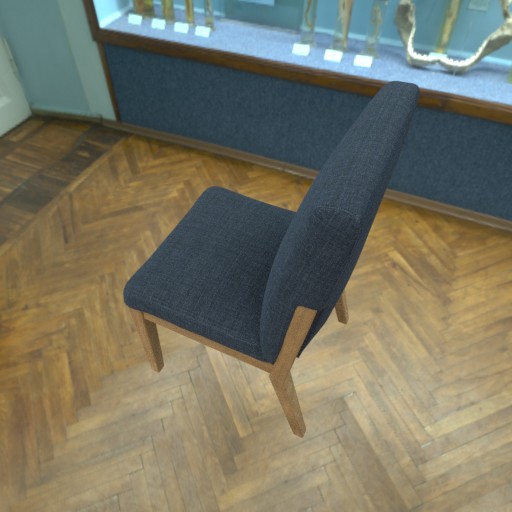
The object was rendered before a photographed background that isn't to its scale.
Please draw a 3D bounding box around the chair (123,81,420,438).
[{"bbox_3d":[0.000,0.000,1.221,0.586,0.911,0.507,19,50,16],"label":"chair"}]
